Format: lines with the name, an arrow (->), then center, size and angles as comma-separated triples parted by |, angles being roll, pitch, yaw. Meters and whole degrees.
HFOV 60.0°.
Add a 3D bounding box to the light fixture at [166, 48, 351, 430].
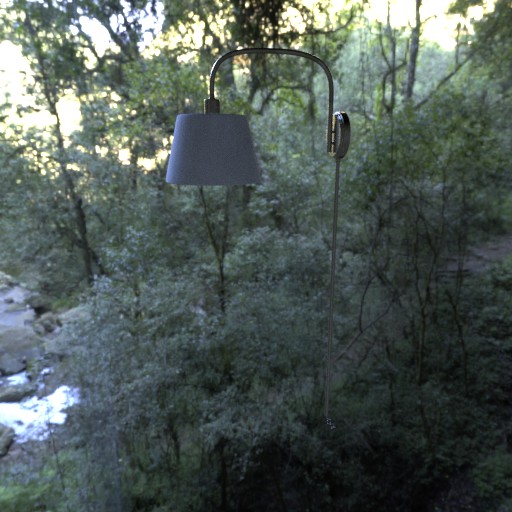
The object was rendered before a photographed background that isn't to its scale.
light fixture -> 0.000, 0.000, 0.461 | 0.176, 0.399, 0.092 | -3, 15, -10
